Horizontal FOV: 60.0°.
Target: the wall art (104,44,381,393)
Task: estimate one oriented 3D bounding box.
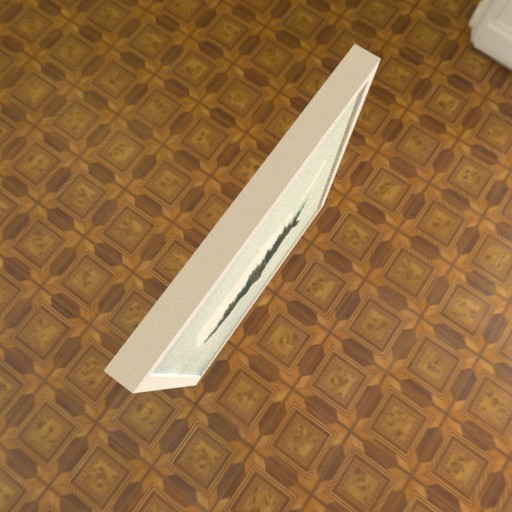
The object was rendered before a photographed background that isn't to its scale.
[{"bbox_3d":[0.000,0.000,0.770,0.040,0.509,0.509,34,77,9],"label":"wall art"}]
